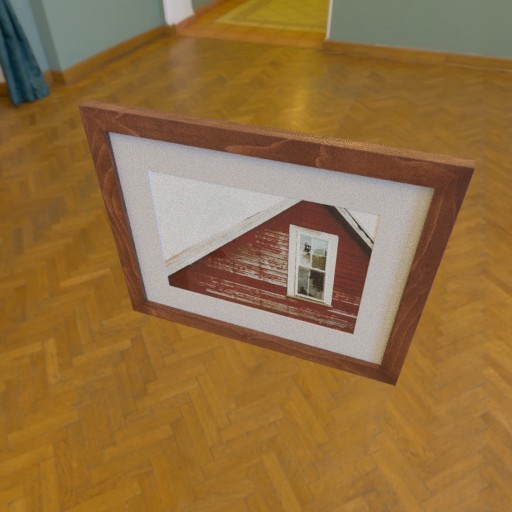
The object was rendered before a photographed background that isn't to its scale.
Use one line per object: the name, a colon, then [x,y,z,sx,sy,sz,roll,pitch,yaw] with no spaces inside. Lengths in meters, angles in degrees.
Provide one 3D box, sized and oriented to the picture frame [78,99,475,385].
picture frame: [0.000,0.000,0.754,0.559,0.457,0.025,13,43,15]
